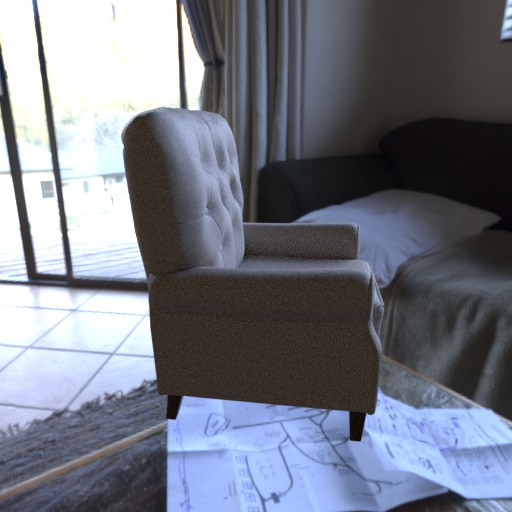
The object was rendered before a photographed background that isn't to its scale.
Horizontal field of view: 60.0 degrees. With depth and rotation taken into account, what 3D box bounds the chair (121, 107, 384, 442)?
[{"bbox_3d":[0.000,0.000,1.903,1.025,1.209,0.942,3,17,9],"label":"chair"}]
